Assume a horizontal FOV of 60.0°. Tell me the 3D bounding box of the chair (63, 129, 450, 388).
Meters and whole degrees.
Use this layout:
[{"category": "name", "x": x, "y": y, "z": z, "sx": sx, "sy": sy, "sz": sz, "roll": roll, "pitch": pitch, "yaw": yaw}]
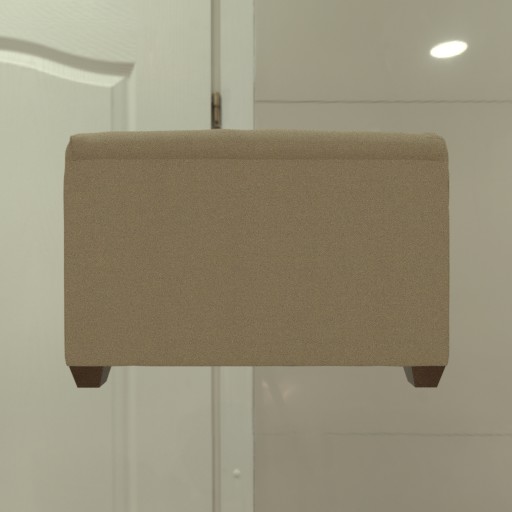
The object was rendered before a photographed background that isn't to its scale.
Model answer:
[{"category": "chair", "x": 0.000, "y": 0.000, "z": 2.046, "sx": 1.383, "sy": 0.948, "sz": 1.000, "roll": 0, "pitch": 0, "yaw": 0}]
